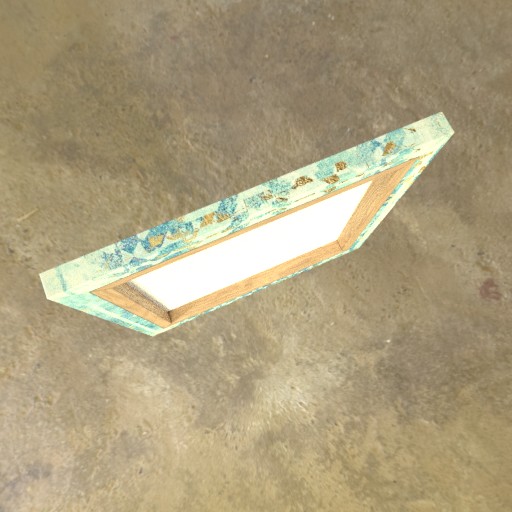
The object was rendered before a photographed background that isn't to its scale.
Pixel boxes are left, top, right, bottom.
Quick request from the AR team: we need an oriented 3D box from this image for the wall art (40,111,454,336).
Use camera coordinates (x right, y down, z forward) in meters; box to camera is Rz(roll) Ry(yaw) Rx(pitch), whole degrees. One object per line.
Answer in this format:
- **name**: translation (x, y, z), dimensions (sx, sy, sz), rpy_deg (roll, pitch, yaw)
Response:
- **wall art**: translation (0.000, 0.000, 0.906), dimensions (0.609, 0.609, 0.040), rpy_deg (-23, 76, -6)
